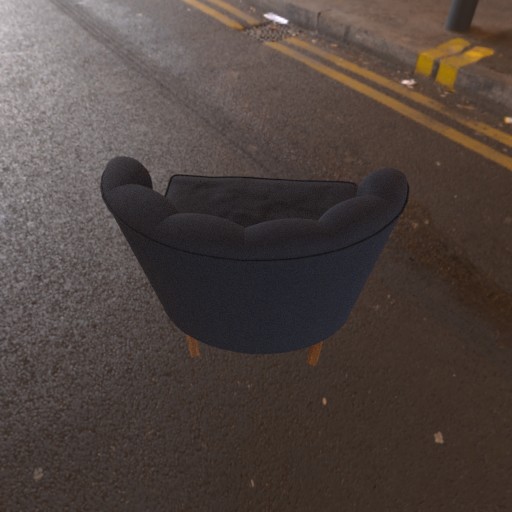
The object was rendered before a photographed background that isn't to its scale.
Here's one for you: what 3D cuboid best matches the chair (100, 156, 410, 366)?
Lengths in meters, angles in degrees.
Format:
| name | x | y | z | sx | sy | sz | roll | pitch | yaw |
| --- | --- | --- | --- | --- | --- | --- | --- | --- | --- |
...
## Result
| name | x | y | z | sx | sy | sz | roll | pitch | yaw |
| --- | --- | --- | --- | --- | --- | --- | --- | --- | --- |
| chair | 0.000 | 0.000 | 1.376 | 0.740 | 0.771 | 0.718 | 3 | 46 | 3 |
